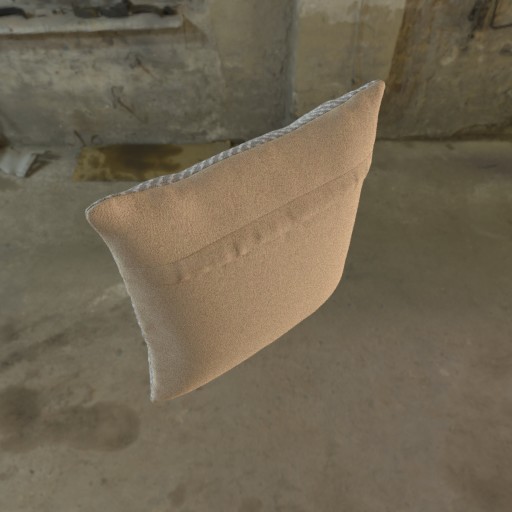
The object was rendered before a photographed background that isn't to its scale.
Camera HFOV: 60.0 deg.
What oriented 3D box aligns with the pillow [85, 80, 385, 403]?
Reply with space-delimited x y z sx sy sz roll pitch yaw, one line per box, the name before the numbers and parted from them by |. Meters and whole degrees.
pillow | 0.000 0.000 0.709 0.459 0.458 0.181 -31 54 -26
